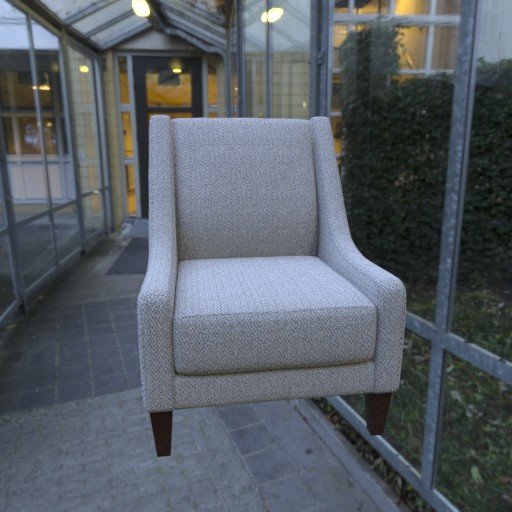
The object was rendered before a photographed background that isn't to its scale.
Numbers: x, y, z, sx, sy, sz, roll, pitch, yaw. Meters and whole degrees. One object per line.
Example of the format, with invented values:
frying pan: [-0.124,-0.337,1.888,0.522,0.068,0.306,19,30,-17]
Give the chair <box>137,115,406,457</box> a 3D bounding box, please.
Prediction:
chair: [0.000,0.000,1.596,0.774,1.014,0.870,-2,14,-8]
